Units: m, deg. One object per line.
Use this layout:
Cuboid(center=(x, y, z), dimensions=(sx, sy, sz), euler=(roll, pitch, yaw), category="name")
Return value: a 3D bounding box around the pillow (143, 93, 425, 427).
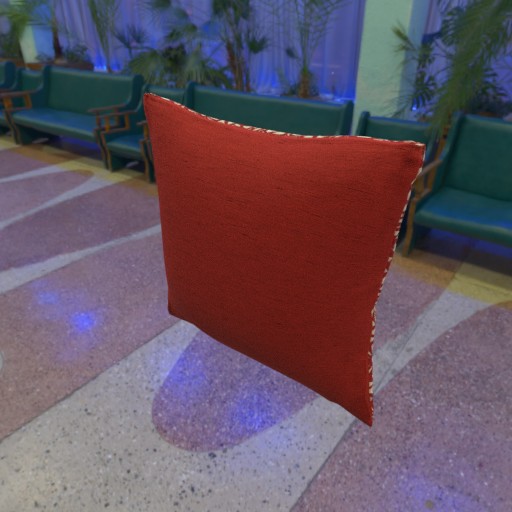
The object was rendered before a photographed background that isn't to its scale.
Cuboid(center=(0.000, 0.000, 0.664), dimensions=(0.438, 0.419, 0.162), euler=(22, 37, 32), category="pillow")
